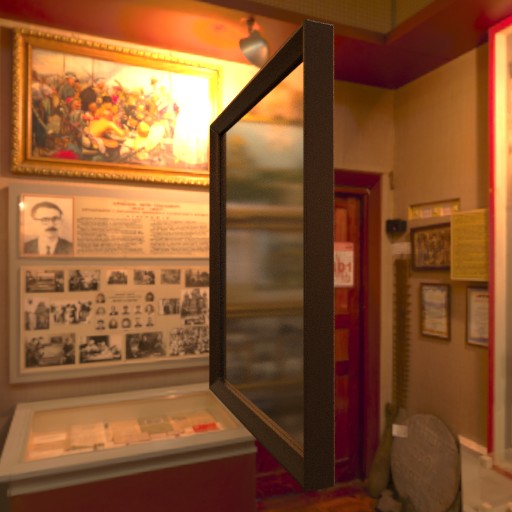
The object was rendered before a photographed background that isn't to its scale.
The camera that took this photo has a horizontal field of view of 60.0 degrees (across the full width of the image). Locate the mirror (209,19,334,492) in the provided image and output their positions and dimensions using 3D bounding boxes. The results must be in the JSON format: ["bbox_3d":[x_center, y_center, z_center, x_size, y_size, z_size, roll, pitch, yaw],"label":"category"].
[{"bbox_3d":[0.000,0.000,0.673,0.041,0.509,0.406,0,0,-21],"label":"mirror"}]
